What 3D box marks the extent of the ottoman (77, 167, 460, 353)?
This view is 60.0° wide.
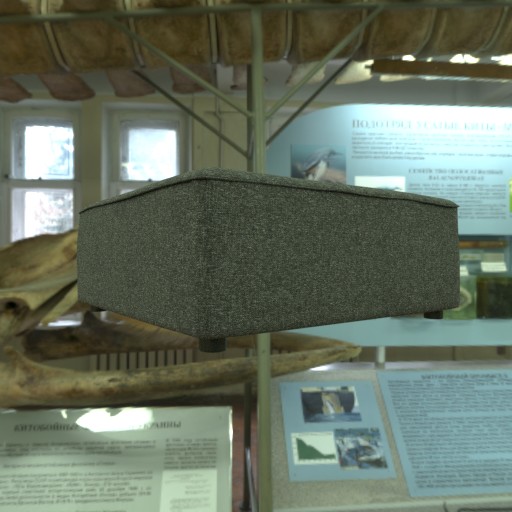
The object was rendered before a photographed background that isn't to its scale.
[{"bbox_3d":[0.000,0.000,1.603,1.017,0.423,1.021,0,0,-35],"label":"ottoman"}]
